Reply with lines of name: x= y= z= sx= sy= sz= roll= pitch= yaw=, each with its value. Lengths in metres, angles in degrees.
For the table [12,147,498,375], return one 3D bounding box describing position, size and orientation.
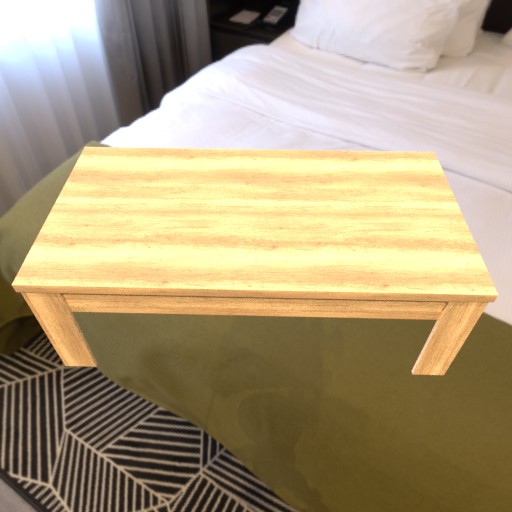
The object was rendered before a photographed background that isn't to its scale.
table: x=0.000 y=0.000 z=1.636 sx=1.350 sy=0.460 sz=0.700 roll=1 pitch=46 yaw=1
